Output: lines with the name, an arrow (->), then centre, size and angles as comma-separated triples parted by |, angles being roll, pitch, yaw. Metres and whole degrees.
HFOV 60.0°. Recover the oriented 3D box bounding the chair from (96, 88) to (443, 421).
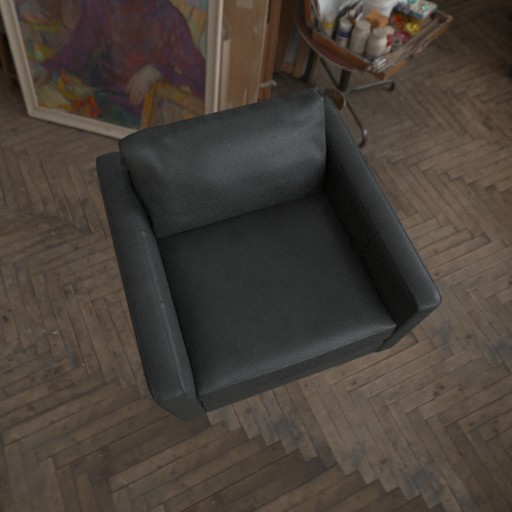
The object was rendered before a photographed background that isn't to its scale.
chair -> 0.000, 0.000, 1.534 | 0.967, 0.824, 0.861 | -17, 65, -8
